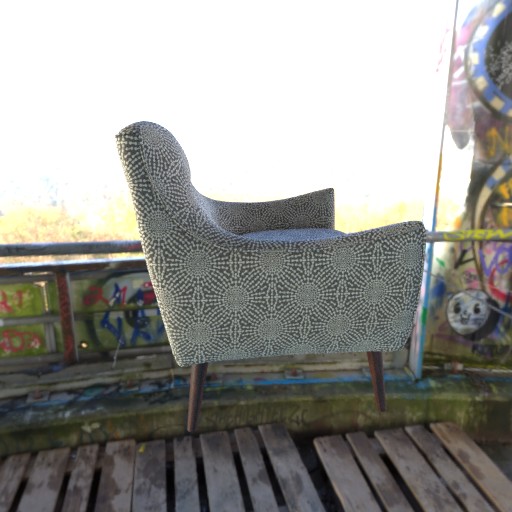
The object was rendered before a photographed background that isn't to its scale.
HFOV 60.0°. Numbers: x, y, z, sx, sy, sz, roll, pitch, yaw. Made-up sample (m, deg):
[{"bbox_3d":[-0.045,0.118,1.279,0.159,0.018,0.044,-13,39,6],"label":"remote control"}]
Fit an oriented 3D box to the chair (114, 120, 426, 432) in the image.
[{"bbox_3d":[0.000,0.000,1.454,0.787,0.838,0.762,-3,15,-9],"label":"chair"}]
